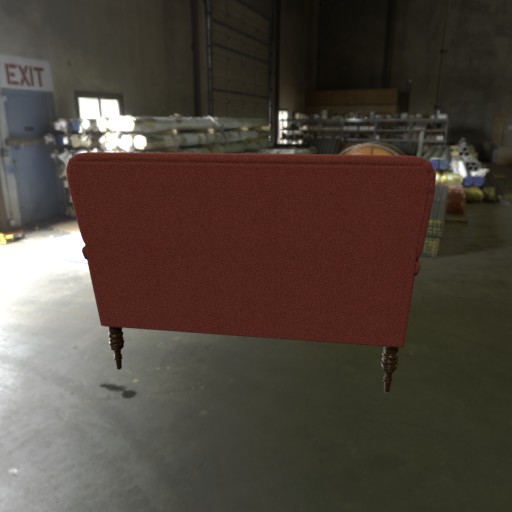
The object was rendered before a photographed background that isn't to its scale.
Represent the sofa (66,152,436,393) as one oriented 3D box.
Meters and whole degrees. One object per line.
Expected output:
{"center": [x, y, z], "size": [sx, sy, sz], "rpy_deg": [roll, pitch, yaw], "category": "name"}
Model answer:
{"center": [0.000, 0.000, 1.863], "size": [1.297, 0.889, 0.779], "rpy_deg": [3, 17, 8], "category": "sofa"}
